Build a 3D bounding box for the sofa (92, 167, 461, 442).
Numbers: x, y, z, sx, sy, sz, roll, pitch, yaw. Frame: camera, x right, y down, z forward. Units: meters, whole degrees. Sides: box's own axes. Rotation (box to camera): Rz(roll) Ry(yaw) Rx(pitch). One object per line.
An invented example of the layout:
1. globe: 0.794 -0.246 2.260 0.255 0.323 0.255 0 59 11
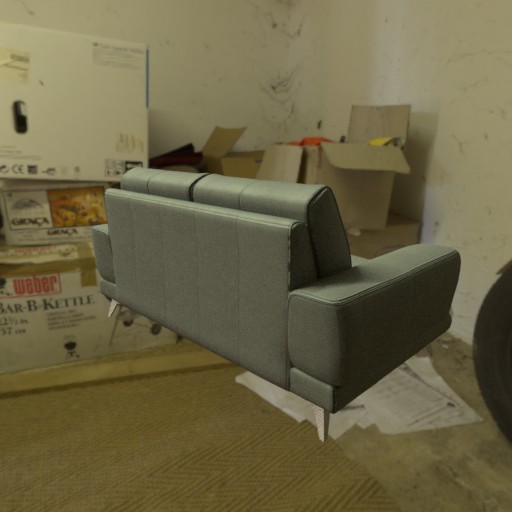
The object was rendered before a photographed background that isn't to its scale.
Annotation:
1. sofa: 0.000 0.000 2.371 1.806 0.907 1.018 15 21 43
